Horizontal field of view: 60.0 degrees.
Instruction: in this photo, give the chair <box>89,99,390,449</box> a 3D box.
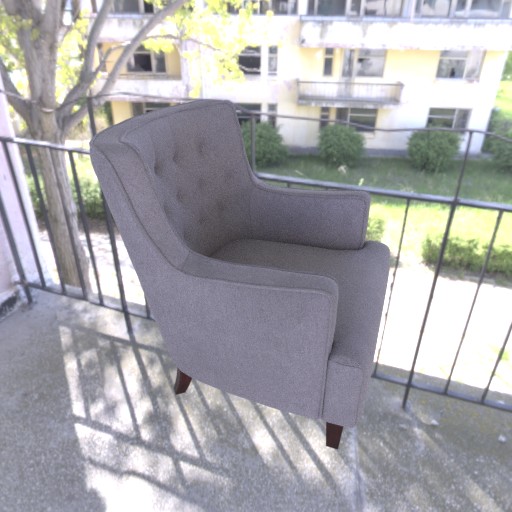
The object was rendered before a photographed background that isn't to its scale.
[{"bbox_3d":[0.000,0.000,1.569,0.910,0.919,0.781,10,31,17],"label":"chair"}]
